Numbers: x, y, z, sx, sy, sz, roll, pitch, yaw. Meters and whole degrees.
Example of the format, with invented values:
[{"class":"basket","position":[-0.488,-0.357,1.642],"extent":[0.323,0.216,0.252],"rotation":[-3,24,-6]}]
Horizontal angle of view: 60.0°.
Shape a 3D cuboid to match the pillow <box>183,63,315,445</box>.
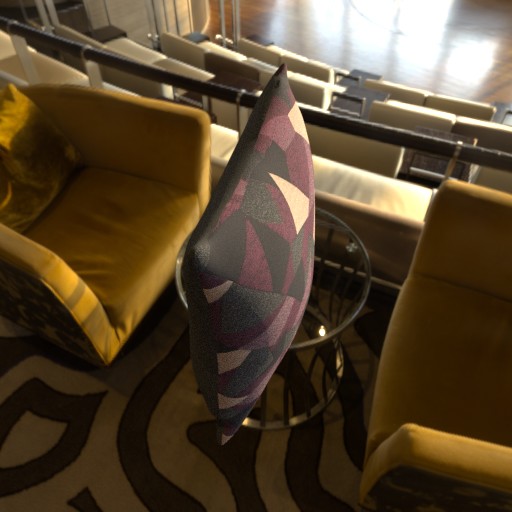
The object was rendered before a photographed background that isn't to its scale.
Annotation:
[{"class":"pillow","position":[0.000,0.000,0.791],"extent":[0.208,0.496,0.503],"rotation":[10,48,9]}]
